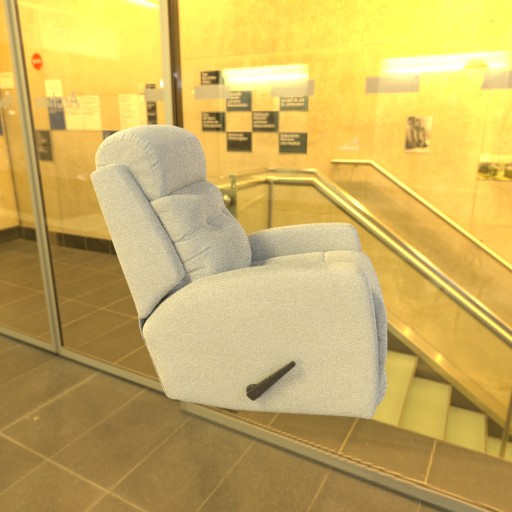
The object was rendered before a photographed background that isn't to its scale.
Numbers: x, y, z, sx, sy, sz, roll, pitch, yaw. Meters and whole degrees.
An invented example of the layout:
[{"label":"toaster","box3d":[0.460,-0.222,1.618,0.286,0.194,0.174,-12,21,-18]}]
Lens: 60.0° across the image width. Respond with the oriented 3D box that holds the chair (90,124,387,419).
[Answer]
[{"label":"chair","box3d":[0.000,0.000,1.783,1.043,1.013,0.798,3,17,9]}]
